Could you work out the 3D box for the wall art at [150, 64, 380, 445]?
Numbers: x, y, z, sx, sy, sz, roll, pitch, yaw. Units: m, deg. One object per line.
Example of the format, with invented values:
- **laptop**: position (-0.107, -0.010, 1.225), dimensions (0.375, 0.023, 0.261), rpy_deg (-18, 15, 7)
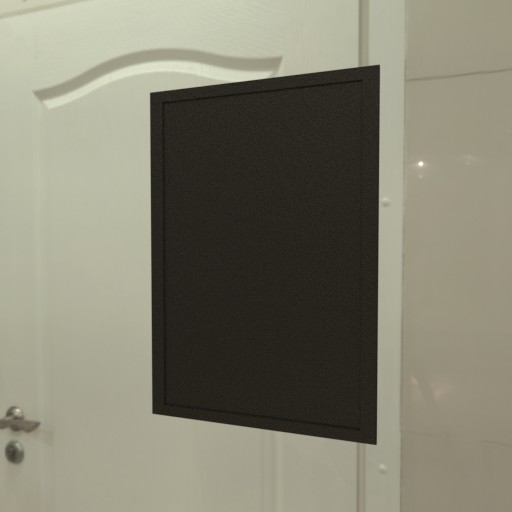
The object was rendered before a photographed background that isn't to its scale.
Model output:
- **wall art**: position (0.000, 0.000, 0.846), dimensions (0.451, 0.661, 0.012), rpy_deg (1, 2, 18)
